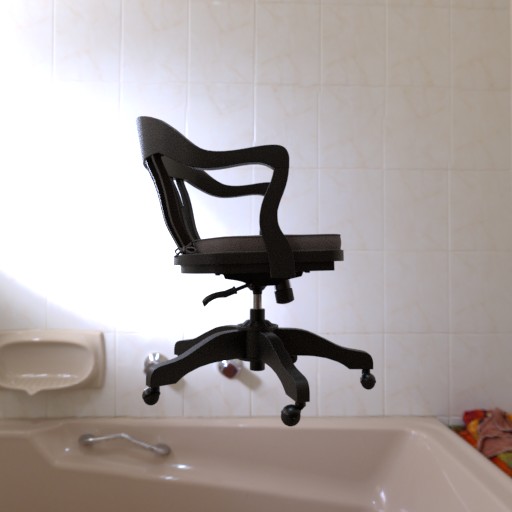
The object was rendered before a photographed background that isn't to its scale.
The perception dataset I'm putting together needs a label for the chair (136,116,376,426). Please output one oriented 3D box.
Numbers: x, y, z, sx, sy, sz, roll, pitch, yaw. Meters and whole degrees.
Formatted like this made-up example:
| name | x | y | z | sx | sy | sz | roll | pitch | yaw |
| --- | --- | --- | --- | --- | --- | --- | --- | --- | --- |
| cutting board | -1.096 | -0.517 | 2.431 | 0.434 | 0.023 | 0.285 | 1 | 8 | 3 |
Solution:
| name | x | y | z | sx | sy | sz | roll | pitch | yaw |
| --- | --- | --- | --- | --- | --- | --- | --- | --- | --- |
| chair | 0.000 | 0.000 | 1.488 | 0.788 | 0.878 | 0.750 | 0 | -1 | 0 |
